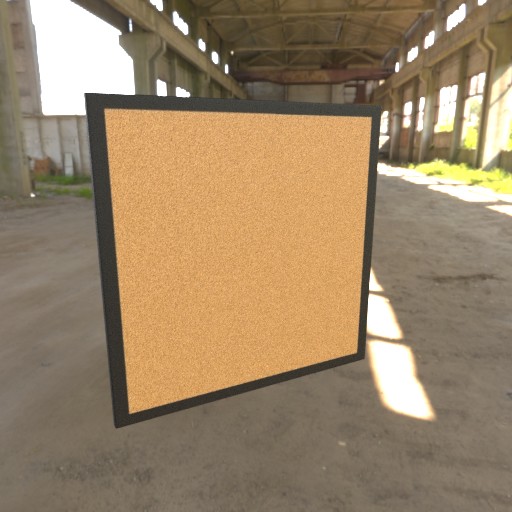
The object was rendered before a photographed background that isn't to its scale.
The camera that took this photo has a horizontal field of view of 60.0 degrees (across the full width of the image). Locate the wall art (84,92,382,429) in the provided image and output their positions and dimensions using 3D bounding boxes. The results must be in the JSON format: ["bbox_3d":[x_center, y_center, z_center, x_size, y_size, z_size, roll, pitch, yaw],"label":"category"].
[{"bbox_3d":[0.000,0.000,0.988,0.663,0.659,0.016,-7,16,-26],"label":"wall art"}]
